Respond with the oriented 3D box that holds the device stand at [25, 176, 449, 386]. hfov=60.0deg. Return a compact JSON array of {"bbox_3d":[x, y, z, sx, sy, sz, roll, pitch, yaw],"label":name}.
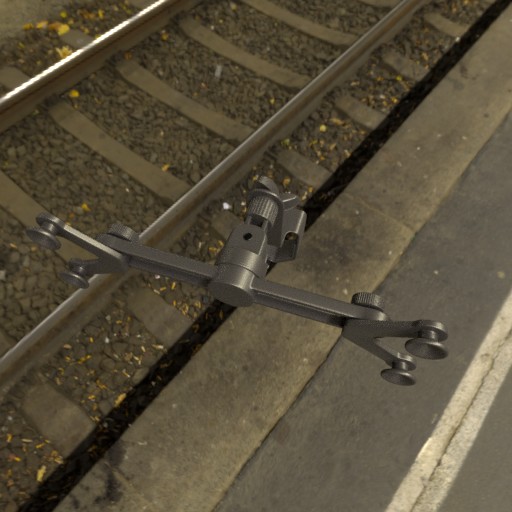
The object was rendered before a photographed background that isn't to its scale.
[{"bbox_3d":[0.000,0.000,0.365,0.270,0.166,0.142,15,60,9],"label":"device stand"}]
